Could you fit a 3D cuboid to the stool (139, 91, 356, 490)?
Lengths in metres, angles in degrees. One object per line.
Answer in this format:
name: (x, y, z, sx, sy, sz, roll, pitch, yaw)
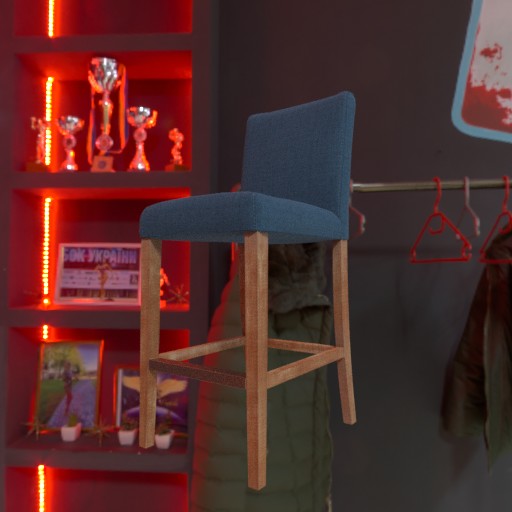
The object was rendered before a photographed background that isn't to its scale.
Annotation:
stool: (0.000, 0.000, 1.366, 0.454, 1.088, 0.574, -1, -2, 37)
